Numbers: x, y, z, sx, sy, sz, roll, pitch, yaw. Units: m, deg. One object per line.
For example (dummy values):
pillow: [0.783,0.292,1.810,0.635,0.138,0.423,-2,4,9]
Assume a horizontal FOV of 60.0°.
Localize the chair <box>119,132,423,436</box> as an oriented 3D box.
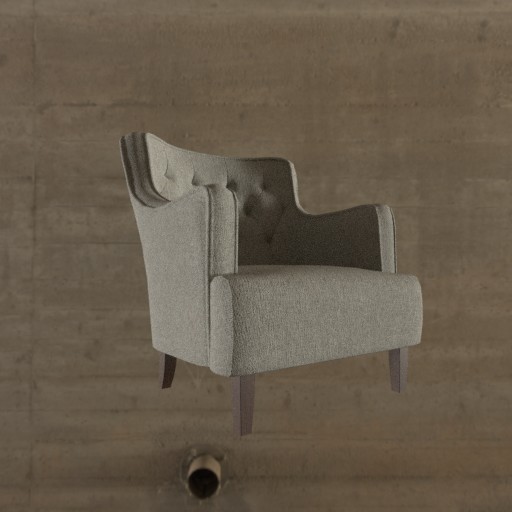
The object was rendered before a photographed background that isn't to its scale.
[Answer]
chair: [0.000,0.000,1.599,0.820,0.920,0.910,1,-2,-36]
